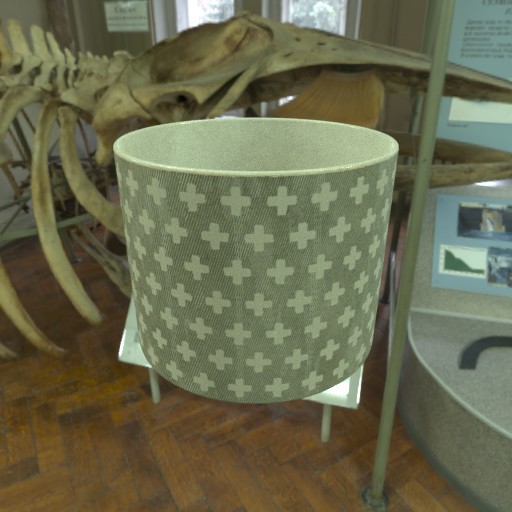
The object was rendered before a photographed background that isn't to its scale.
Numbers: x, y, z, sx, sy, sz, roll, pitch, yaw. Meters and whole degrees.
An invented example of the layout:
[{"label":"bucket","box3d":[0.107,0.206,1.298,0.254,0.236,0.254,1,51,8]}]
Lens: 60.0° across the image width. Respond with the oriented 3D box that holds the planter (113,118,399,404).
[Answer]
[{"label":"planter","box3d":[0.000,0.000,0.345,0.190,0.181,0.190,0,25,0]}]
